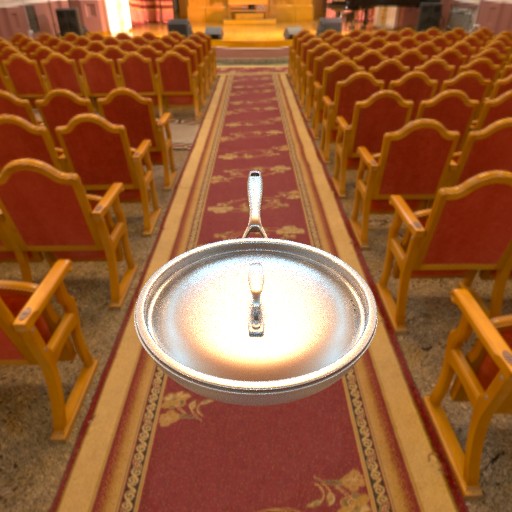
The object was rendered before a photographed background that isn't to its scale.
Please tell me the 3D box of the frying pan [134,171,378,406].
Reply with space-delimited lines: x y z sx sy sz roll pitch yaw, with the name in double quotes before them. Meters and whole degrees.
"frying pan" 0.000 0.000 0.605 0.272 0.086 0.490 0 32 0
